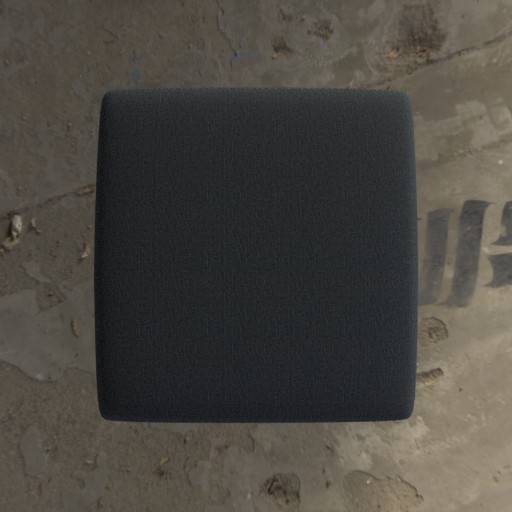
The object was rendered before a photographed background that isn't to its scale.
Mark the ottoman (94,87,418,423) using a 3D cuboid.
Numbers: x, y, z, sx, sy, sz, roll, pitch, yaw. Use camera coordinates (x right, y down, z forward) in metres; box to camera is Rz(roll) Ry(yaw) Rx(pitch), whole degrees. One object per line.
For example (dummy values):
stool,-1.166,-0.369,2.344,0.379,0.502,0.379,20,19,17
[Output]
ottoman,0.000,0.000,1.021,0.649,0.398,0.650,0,89,0
